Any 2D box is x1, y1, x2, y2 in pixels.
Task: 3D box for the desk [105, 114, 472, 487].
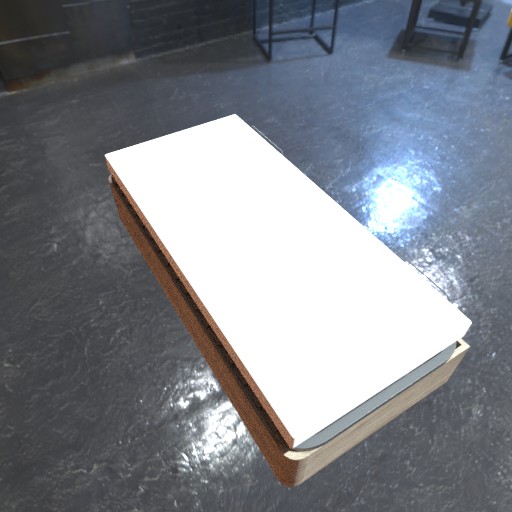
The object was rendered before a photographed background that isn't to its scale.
[{"bbox_3d":[0.000,0.000,2.255,0.900,0.455,1.900,-24,52,-21],"label":"desk"}]
